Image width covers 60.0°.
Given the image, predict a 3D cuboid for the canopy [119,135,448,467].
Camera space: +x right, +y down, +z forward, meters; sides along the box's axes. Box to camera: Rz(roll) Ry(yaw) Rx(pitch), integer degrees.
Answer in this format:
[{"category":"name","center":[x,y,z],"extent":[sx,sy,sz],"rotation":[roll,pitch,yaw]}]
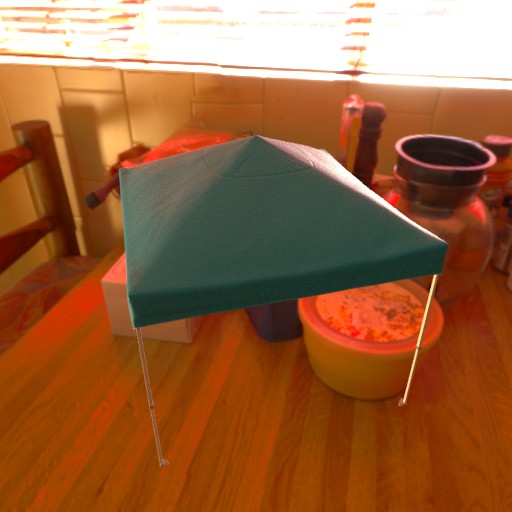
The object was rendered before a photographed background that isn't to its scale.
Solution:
[{"category":"canopy","center":[0.000,0.000,5.471],"extent":[2.996,2.997,2.998],"rotation":[-9,33,-14]}]
